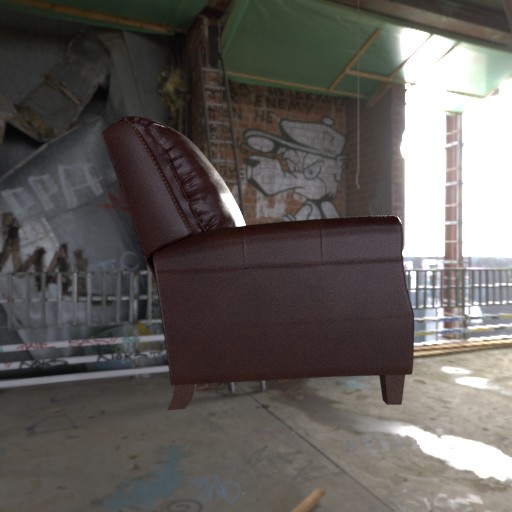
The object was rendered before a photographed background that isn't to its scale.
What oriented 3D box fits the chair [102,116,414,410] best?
[{"bbox_3d":[0.000,0.000,1.842,1.089,1.022,0.826,0,0,-2],"label":"chair"}]
